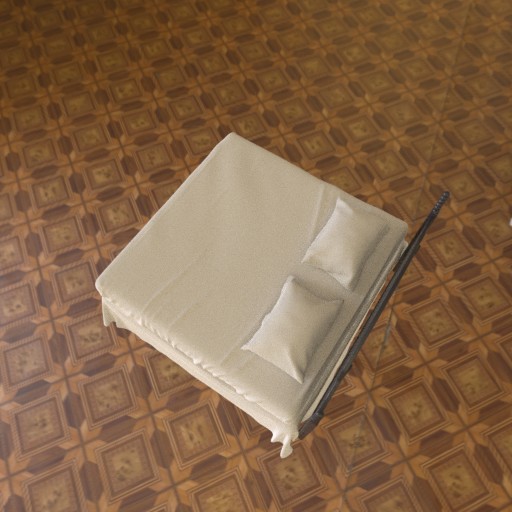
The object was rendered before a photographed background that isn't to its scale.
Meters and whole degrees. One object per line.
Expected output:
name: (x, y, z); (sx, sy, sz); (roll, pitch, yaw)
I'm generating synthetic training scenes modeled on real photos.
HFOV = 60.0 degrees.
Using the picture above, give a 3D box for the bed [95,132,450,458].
bed: (0.000, 0.000, 3.776); (2.219, 1.355, 2.322); (31, 67, 15)
